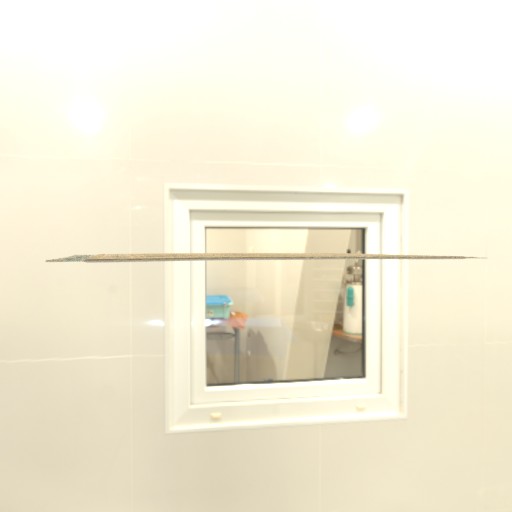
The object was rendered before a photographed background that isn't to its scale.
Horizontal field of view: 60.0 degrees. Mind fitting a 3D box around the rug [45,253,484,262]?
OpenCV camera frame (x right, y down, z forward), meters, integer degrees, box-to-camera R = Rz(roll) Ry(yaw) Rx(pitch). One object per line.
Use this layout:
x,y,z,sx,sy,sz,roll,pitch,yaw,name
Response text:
0.000,0.000,3.039,2.465,0.023,1.619,0,1,-17,rug
